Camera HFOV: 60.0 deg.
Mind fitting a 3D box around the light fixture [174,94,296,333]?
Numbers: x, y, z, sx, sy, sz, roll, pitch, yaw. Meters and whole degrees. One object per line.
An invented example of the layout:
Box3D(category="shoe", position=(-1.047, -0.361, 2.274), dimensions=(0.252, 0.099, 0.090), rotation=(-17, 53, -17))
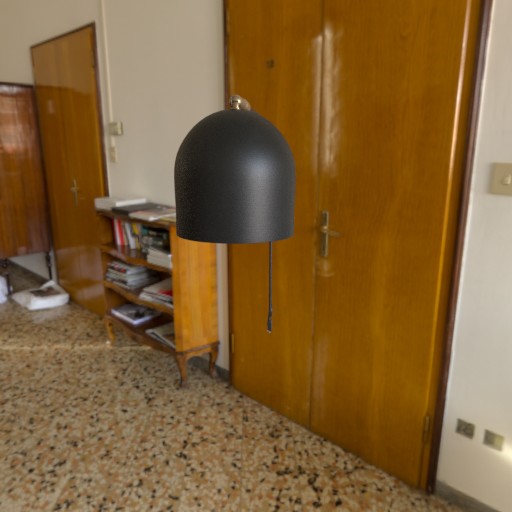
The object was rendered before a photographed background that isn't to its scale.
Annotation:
Box3D(category="light fixture", position=(0.000, 0.000, 1.081), dimensions=(0.215, 0.696, 0.720), rotation=(2, 14, 8))
